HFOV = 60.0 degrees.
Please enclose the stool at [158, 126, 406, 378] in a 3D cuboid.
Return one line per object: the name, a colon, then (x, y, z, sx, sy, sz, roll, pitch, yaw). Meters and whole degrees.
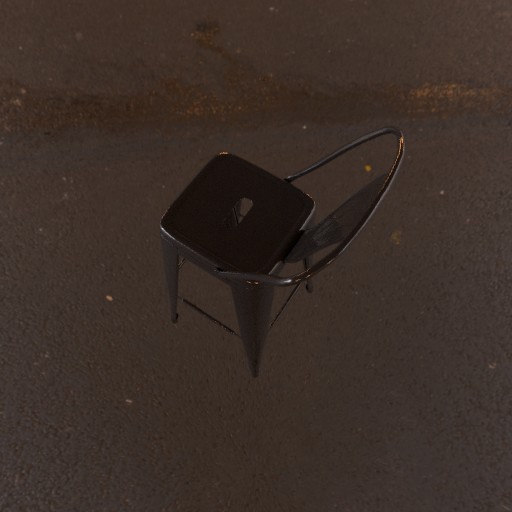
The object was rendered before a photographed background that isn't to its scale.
stool: (0.000, 0.000, 1.297, 0.528, 1.022, 0.432, 31, 68, 14)
